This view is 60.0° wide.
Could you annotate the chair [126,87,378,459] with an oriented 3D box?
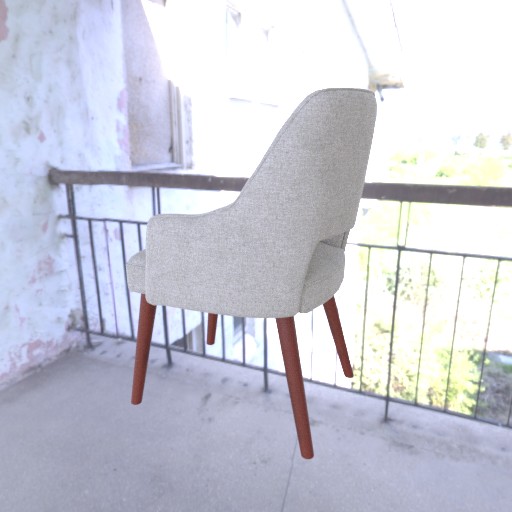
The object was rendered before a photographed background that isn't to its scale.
[{"bbox_3d":[0.000,0.000,1.241,0.605,0.849,0.548,7,17,25],"label":"chair"}]
